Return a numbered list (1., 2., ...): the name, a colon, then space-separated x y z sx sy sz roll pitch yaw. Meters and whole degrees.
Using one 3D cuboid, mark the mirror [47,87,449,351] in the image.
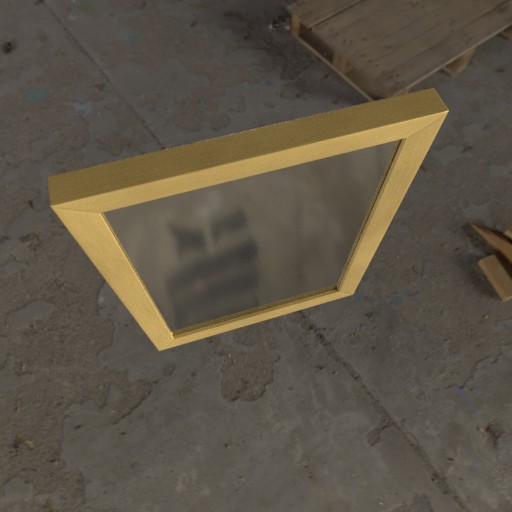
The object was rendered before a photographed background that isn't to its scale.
1. mirror: 0.000 0.000 0.667 0.405 0.508 0.041 -15 64 -8
